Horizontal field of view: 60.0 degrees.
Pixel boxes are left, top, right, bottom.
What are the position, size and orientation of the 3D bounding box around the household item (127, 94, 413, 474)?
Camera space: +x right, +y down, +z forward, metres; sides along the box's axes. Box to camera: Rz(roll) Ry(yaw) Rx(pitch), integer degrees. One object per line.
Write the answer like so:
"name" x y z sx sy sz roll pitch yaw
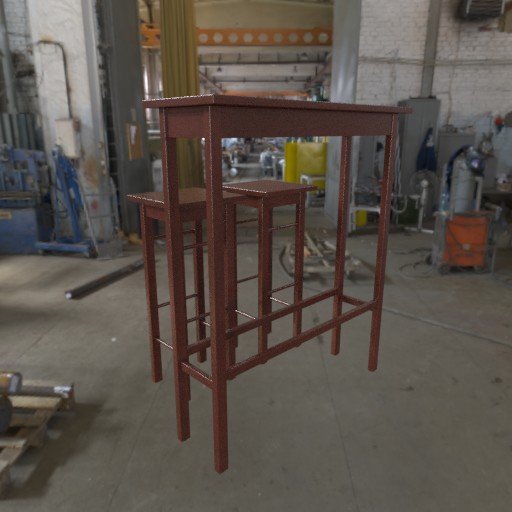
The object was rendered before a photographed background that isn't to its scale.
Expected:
"household item" 0.000 0.000 1.668 0.914 1.067 0.676 -15 22 -42
